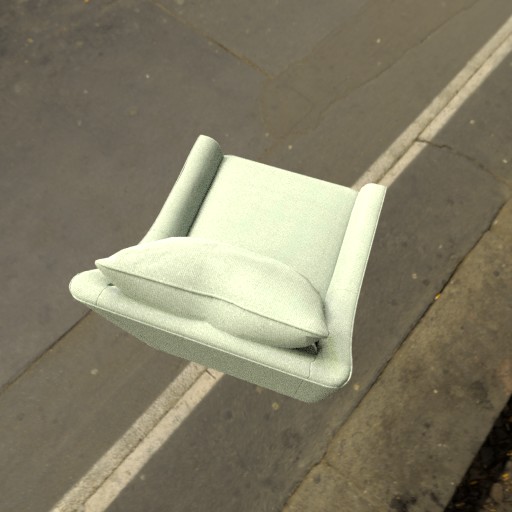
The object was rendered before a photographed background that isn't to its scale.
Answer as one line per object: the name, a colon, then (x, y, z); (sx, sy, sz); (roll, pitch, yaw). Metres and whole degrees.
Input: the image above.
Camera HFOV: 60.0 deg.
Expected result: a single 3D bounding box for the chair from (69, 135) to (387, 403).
chair: (0.000, 0.000, 1.579); (0.760, 0.926, 0.870); (17, 65, 8)
